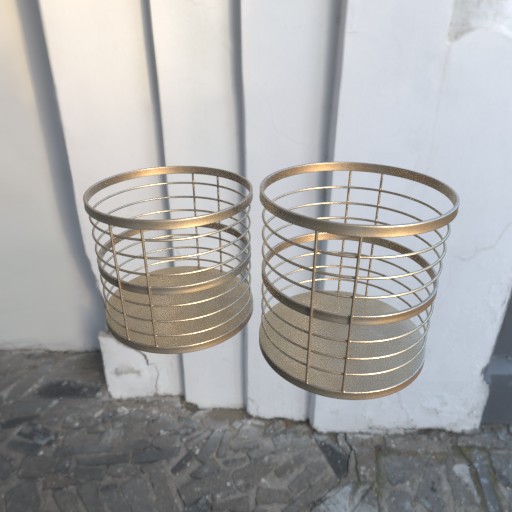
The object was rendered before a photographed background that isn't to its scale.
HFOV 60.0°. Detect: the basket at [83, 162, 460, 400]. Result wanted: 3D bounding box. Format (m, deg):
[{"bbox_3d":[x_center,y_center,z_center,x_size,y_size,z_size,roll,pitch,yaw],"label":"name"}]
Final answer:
[{"bbox_3d":[0.000,0.000,0.955,0.746,0.351,0.356,9,29,17],"label":"basket"}]
